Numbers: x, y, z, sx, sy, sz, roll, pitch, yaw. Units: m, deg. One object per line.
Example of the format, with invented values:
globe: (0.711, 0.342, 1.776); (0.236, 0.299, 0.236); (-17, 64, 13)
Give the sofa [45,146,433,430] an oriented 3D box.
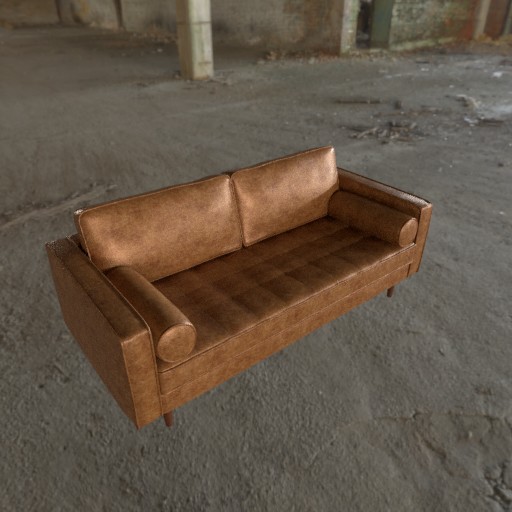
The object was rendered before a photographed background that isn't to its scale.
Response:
sofa: (0.000, 0.000, 2.426); (1.920, 0.825, 0.924); (-22, 37, -32)
